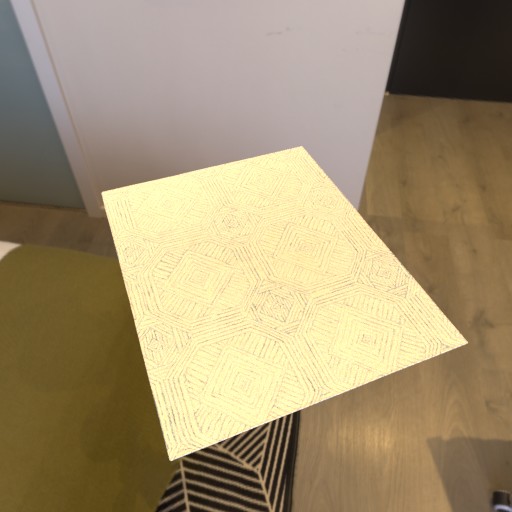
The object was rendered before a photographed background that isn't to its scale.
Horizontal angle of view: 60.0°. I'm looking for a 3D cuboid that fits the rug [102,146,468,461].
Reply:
[{"bbox_3d":[0.000,0.000,4.220,2.457,0.015,3.049,-16,49,-15],"label":"rug"}]
